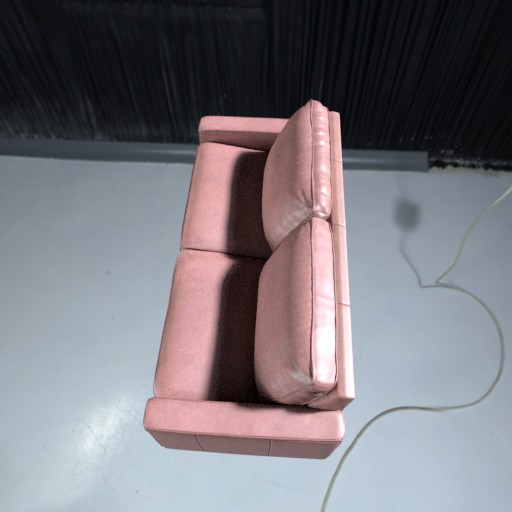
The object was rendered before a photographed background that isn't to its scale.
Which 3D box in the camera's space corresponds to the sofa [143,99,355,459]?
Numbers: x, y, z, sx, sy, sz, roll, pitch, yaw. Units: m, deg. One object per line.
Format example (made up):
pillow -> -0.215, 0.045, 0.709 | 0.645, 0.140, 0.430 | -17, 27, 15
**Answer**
sofa -> 0.000, 0.000, 2.610 | 0.940, 0.919, 2.080 | 3, 58, 2
